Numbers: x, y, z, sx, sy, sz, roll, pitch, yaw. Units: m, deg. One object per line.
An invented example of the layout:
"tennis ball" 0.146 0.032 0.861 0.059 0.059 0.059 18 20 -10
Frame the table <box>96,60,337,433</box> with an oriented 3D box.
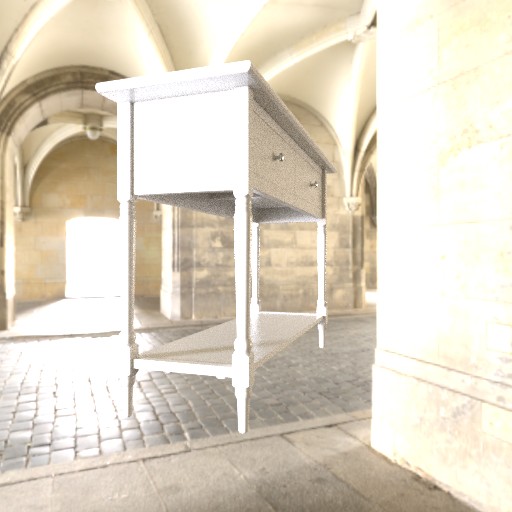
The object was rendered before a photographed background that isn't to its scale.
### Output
"table" 0.000 0.000 1.534 0.384 0.808 1.197 0 0 19
